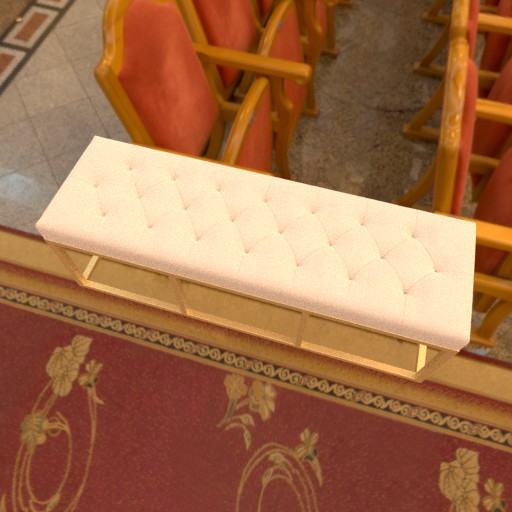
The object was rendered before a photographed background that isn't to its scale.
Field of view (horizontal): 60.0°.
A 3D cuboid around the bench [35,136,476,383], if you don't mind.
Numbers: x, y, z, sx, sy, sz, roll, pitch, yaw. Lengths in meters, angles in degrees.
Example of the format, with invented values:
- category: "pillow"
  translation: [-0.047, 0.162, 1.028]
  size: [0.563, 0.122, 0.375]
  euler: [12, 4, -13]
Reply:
- category: "bench"
  translation: [0.000, 0.000, 1.726]
  size: [1.473, 0.484, 0.457]
  euler: [14, 61, 8]
